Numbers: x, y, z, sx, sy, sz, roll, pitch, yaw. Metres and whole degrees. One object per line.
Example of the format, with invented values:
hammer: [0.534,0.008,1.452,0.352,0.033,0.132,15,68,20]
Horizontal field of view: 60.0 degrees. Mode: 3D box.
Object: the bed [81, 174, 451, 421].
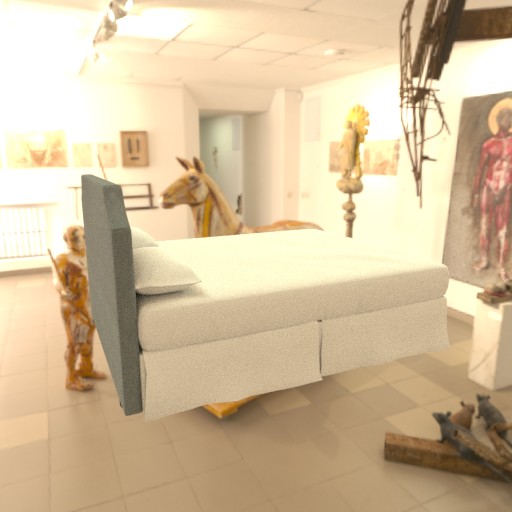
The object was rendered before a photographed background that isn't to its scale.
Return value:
bed: [0.000,0.000,3.621,2.464,1.306,1.977,-6,14,-25]
